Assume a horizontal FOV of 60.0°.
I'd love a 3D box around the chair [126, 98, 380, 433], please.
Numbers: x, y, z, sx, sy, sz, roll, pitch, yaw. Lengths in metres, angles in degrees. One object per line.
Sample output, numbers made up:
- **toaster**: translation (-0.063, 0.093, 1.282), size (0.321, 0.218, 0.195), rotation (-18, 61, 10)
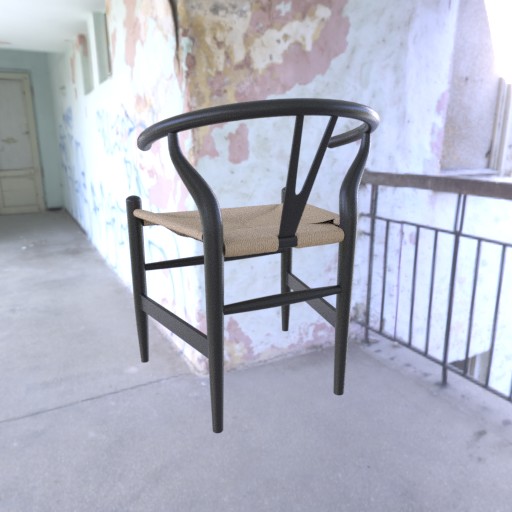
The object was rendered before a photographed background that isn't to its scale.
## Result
- **chair**: translation (0.000, 0.000, 1.157), size (0.570, 0.739, 0.570), rotation (-7, 17, -26)
